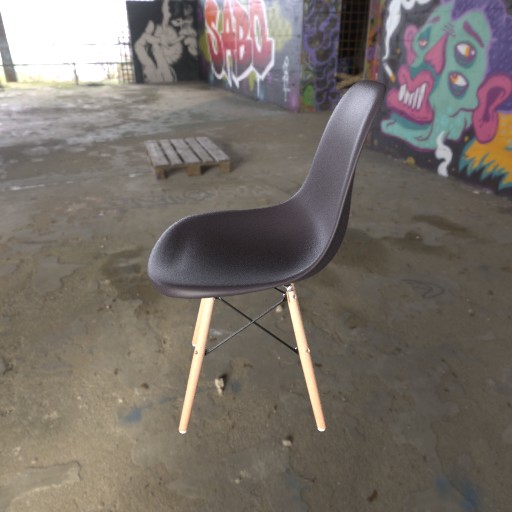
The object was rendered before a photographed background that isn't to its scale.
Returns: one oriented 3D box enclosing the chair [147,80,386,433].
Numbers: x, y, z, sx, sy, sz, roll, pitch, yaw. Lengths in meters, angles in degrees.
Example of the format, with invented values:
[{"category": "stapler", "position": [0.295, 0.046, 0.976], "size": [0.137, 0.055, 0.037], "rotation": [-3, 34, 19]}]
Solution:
[{"category": "chair", "position": [0.000, 0.000, 1.128], "size": [0.533, 0.825, 0.470], "rotation": [-1, 27, -2]}]
